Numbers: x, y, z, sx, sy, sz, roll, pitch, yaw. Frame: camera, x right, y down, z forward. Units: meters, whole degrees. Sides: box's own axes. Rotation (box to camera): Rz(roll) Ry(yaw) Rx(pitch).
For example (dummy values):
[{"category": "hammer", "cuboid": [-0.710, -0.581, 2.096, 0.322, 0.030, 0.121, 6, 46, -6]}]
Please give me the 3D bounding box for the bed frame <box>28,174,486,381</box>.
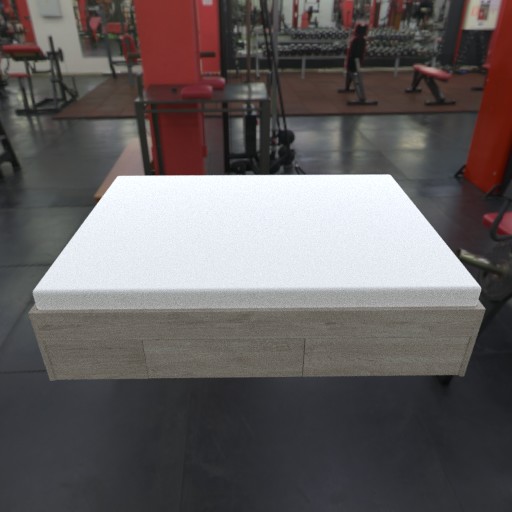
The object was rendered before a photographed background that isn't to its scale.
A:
[{"category": "bed frame", "cuboid": [0.000, 0.000, 2.584, 1.944, 0.490, 1.448, 0, 30, -1]}]
